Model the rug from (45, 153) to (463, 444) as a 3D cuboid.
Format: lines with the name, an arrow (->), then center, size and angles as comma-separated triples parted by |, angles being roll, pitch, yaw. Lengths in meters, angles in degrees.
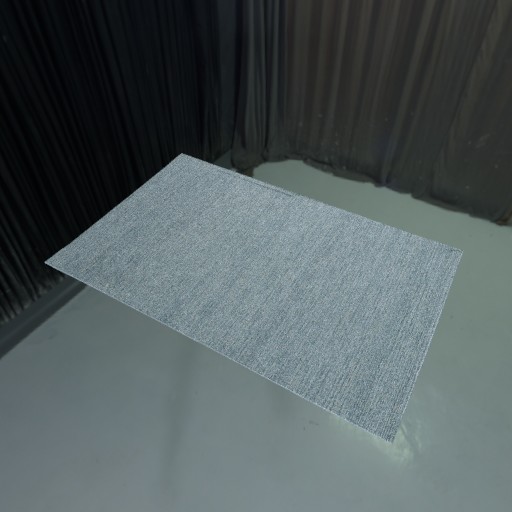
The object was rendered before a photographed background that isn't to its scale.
rug -> 0.000, 0.000, 2.305 | 1.853, 0.022, 1.174 | 23, 50, 21
